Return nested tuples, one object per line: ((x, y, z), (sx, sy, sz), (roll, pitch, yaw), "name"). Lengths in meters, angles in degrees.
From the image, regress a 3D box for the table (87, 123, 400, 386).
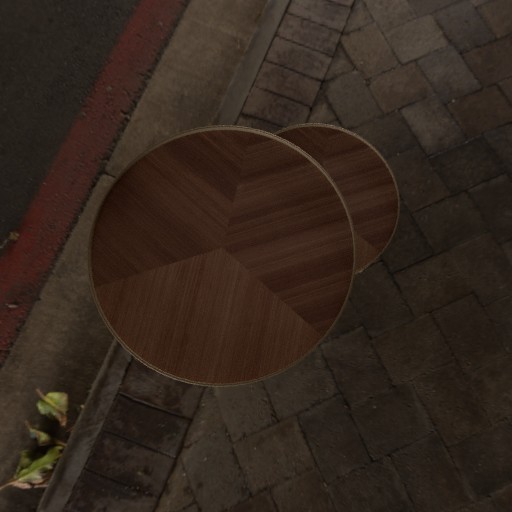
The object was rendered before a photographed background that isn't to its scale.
((0.000, 0.000, 1.156), (0.751, 0.555, 0.532), (-36, 79, -8), "table")
